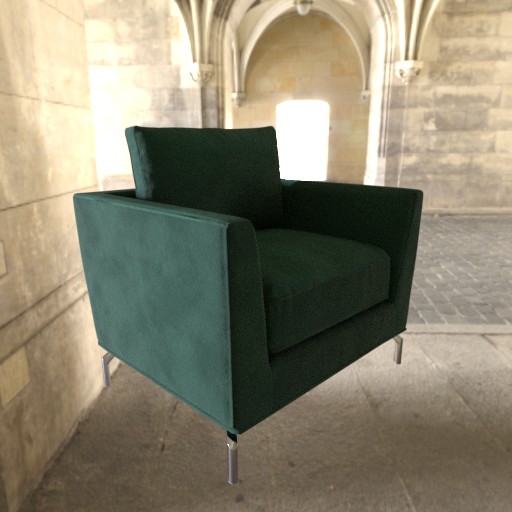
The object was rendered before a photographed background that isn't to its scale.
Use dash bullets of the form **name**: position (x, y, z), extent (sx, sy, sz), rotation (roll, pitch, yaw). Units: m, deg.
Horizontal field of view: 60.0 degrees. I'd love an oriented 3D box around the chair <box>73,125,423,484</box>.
- **chair**: position (0.000, 0.000, 1.726), extent (0.852, 0.997, 1.047), rotation (14, 20, 43)
